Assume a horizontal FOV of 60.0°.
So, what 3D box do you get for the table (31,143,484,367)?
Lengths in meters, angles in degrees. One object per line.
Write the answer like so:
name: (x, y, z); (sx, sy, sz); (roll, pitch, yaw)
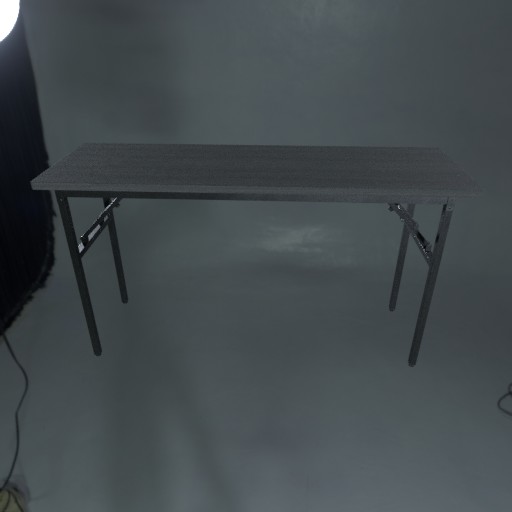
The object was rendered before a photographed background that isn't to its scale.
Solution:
table: (0.000, 0.000, 1.738); (1.399, 0.750, 0.449); (1, 30, 2)
